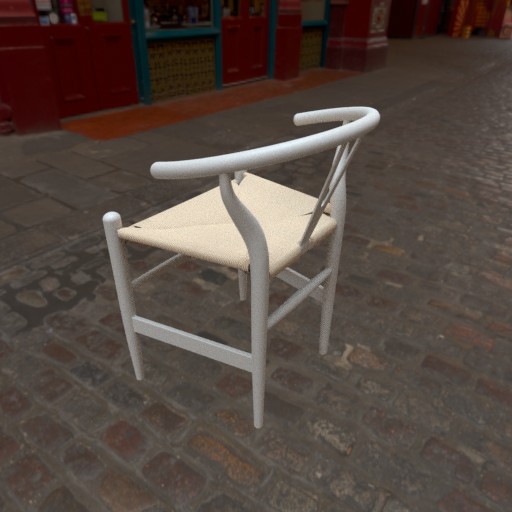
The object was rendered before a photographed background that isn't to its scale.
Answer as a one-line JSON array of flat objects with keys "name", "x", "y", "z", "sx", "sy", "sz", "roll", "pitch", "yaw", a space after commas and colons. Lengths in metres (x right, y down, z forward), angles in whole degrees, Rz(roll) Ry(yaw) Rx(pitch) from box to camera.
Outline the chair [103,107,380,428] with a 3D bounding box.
[{"name": "chair", "x": 0.000, "y": 0.000, "z": 1.108, "sx": 0.500, "sy": 0.736, "sz": 0.533, "roll": 21, "pitch": 36, "yaw": 31}]
